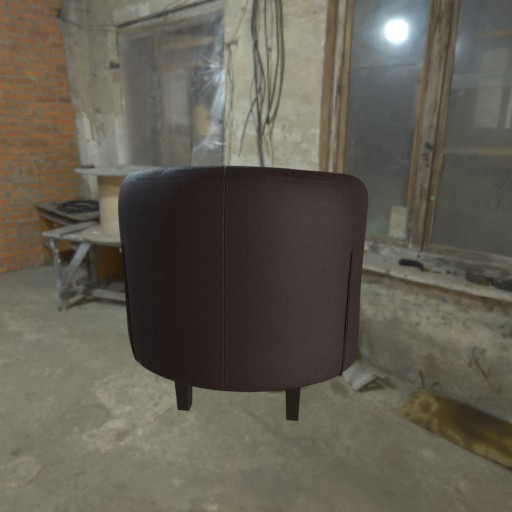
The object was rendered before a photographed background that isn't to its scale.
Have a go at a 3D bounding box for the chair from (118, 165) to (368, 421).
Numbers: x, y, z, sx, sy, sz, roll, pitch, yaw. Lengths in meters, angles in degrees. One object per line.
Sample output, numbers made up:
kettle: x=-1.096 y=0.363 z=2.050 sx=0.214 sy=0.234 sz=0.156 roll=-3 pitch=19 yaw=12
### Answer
chair: x=0.000 y=0.000 z=1.695 sx=0.763 sy=0.760 sz=1.191 roll=2 pitch=16 yaw=8
